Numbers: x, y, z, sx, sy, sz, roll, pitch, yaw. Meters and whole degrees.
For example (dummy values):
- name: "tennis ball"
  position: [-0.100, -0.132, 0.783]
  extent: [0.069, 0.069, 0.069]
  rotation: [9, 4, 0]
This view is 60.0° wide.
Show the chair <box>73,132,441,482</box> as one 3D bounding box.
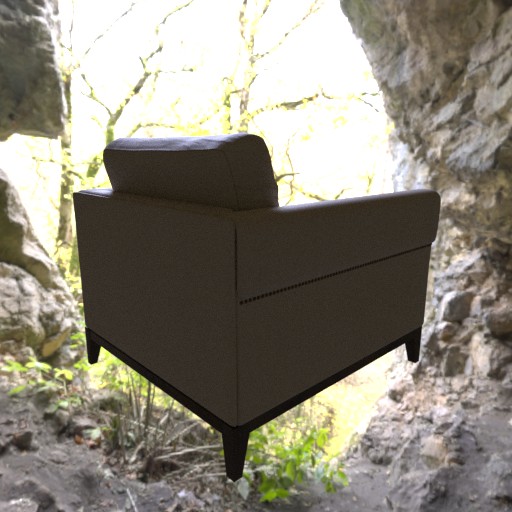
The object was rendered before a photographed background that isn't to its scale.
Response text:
- name: "chair"
  position: [0.000, 0.000, 1.618]
  extent: [0.959, 0.838, 0.914]
  rotation: [-12, 18, -42]
